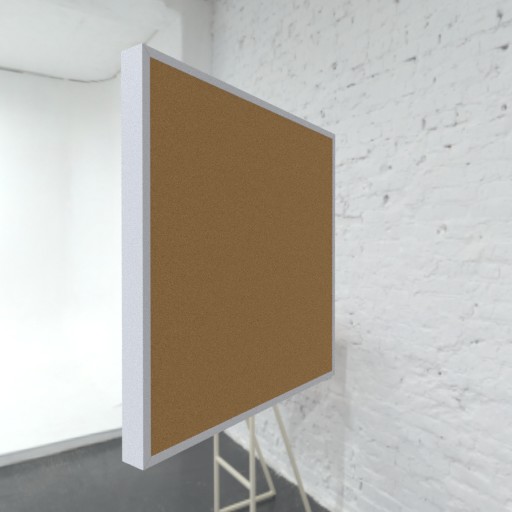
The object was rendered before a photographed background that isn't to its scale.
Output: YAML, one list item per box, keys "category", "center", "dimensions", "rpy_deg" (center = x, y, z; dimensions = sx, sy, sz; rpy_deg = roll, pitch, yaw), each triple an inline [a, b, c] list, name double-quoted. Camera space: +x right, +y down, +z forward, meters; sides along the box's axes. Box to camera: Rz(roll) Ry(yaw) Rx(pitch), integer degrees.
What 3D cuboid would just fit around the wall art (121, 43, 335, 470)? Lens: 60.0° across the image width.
- category: "wall art"
  center: [0.000, 0.000, 0.744]
  dimensions: [0.040, 0.509, 0.509]
  rpy_deg: [0, 1, 36]
